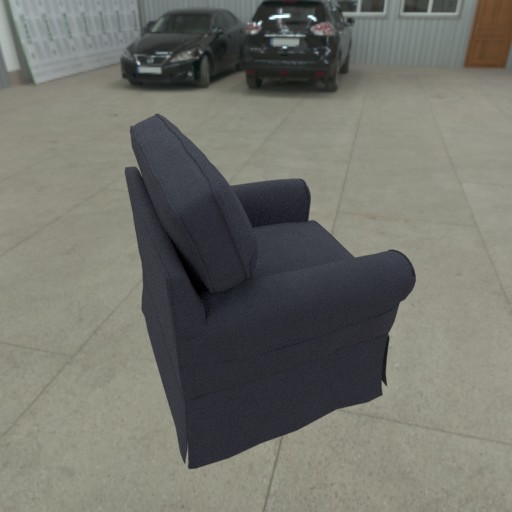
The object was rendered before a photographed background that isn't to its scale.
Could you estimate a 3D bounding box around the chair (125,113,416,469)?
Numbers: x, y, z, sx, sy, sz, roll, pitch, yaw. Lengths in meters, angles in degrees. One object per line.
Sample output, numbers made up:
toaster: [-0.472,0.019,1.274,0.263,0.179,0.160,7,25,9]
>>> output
chair: [0.000,0.000,1.999,1.002,1.140,1.119,-11,32,-18]
